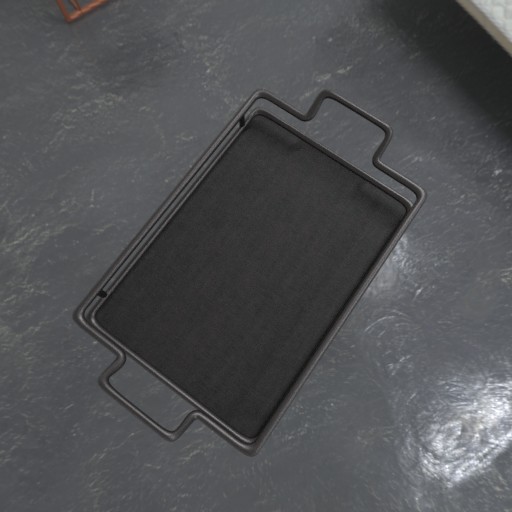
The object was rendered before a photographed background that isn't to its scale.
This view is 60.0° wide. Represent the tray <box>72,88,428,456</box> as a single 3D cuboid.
[{"bbox_3d":[0.000,0.000,0.608,0.297,0.101,0.495,35,78,8],"label":"tray"}]
